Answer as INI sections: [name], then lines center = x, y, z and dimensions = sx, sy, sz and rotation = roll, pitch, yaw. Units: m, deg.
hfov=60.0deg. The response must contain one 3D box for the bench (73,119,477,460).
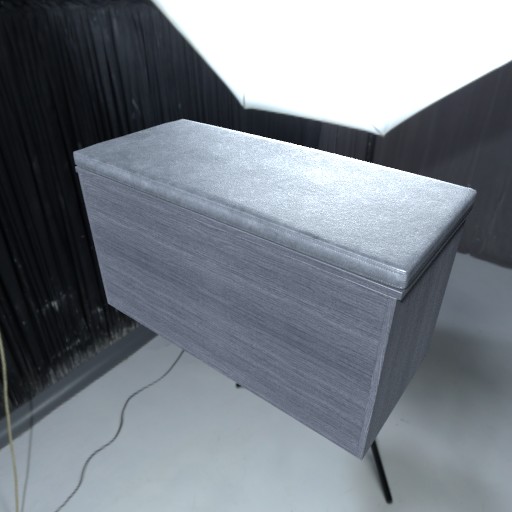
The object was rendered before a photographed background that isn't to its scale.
[bench]
center = 0.000, 0.000, 1.185
dimensions = 0.905, 0.501, 0.401
rotation = 23, 39, 31
